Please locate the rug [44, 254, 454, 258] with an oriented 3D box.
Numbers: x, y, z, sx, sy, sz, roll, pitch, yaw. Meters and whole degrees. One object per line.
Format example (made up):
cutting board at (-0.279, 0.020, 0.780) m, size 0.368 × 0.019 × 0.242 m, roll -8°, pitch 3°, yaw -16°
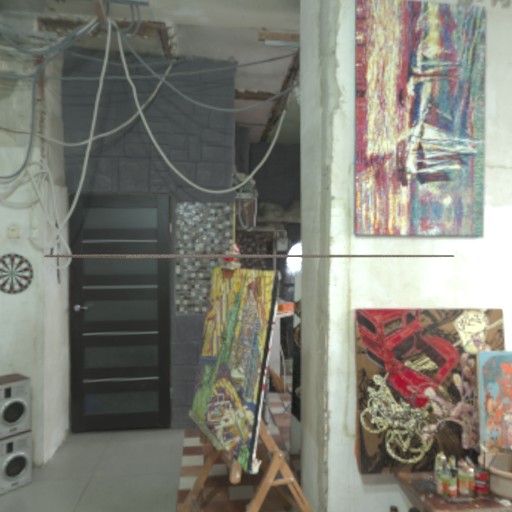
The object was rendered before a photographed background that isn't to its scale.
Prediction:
rug at (0.000, 0.000, 2.134) m, size 1.677 × 0.011 × 1.066 m, roll 0°, pitch 0°, yaw -36°
